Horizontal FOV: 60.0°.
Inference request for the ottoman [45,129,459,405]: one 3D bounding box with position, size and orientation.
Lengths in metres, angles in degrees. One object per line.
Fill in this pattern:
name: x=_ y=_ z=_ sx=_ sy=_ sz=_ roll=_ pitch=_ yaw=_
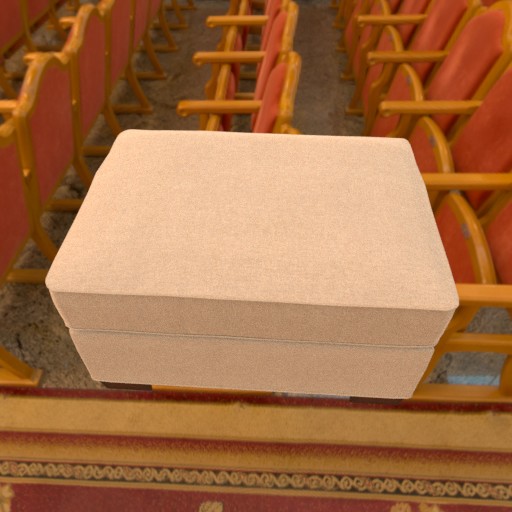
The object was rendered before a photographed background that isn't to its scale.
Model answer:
ottoman: x=0.000 y=0.000 z=1.224 sx=0.846 sy=0.503 sz=0.617 roll=3 pitch=47 yaw=2
